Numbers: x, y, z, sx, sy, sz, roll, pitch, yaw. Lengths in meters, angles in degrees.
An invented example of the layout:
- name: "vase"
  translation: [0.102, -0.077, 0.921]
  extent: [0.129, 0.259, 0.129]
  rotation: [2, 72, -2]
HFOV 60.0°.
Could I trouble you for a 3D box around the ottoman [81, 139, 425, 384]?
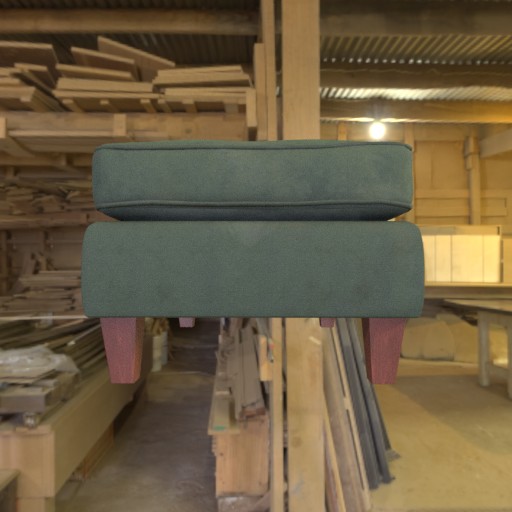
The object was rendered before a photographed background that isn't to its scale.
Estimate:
- name: "ottoman"
  translation: [0.000, 0.000, 1.228]
  extent: [0.632, 0.495, 0.864]
  rotation: [0, -1, 1]
